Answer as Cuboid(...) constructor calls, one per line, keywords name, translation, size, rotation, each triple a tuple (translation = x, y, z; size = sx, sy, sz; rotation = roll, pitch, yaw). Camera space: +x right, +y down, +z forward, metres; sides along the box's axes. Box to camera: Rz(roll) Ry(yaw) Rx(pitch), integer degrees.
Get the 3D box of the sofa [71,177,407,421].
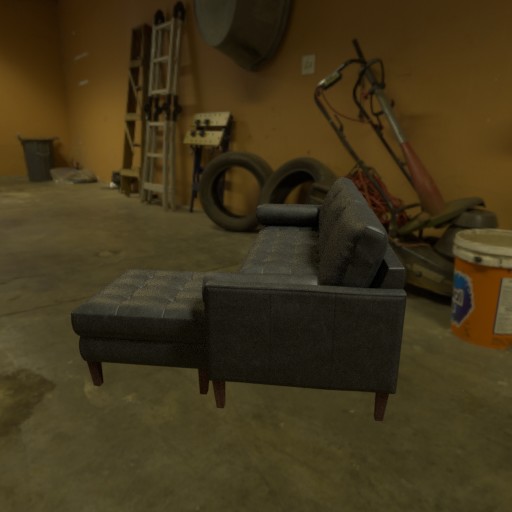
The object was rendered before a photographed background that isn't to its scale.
Cuboid(name="sofa", translation=(0.000, 0.000, 2.918), size=(1.497, 0.876, 2.178), rotation=(2, 16, 7))
